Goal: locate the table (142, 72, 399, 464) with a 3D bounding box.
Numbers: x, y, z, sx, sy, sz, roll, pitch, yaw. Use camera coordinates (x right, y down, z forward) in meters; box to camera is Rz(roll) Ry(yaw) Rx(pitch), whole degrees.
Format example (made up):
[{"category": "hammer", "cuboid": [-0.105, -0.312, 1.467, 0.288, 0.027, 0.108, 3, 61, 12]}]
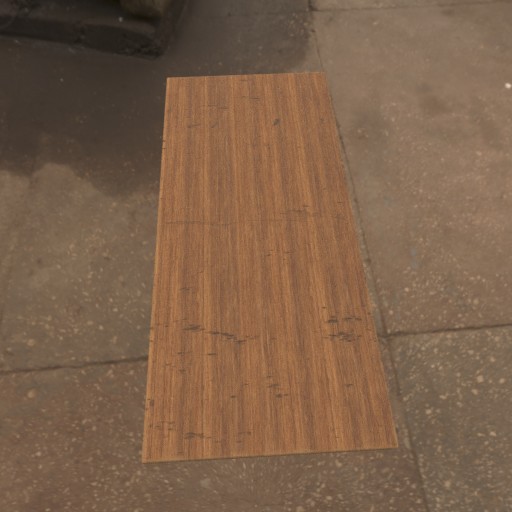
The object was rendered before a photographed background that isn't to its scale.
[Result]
[{"category": "table", "cuboid": [0.000, 0.000, 2.581, 1.000, 0.757, 2.200, -3, 61, -2]}]
